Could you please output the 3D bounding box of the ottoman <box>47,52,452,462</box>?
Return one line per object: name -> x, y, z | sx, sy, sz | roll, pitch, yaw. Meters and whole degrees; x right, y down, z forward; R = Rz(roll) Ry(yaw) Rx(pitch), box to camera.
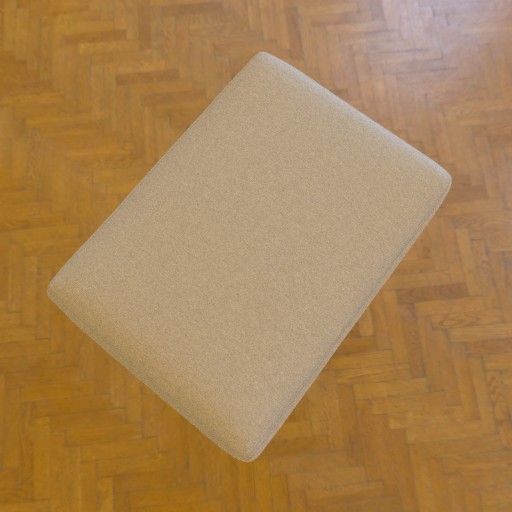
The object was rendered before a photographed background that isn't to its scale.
ottoman -> 0.000, 0.000, 1.143 | 0.574, 0.497, 0.773 | 37, 79, 8
